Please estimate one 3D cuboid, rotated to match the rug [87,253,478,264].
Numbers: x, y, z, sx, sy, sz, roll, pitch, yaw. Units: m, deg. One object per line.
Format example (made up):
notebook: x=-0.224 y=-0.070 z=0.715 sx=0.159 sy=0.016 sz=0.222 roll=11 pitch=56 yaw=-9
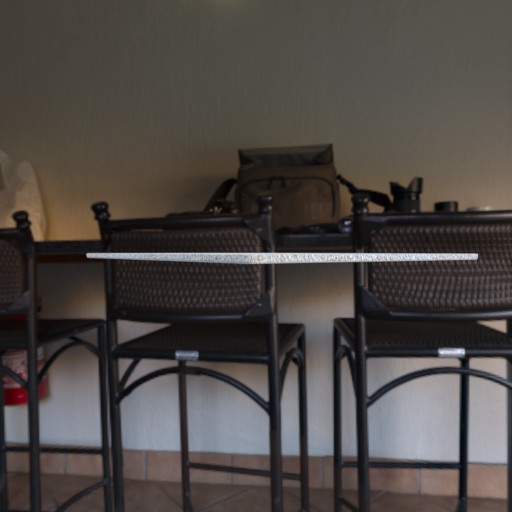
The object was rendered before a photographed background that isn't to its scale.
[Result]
rug: x=0.000 y=0.000 z=2.178 sx=1.199 sy=0.025 sz=1.600 roll=0 pitch=1 yaw=-36
